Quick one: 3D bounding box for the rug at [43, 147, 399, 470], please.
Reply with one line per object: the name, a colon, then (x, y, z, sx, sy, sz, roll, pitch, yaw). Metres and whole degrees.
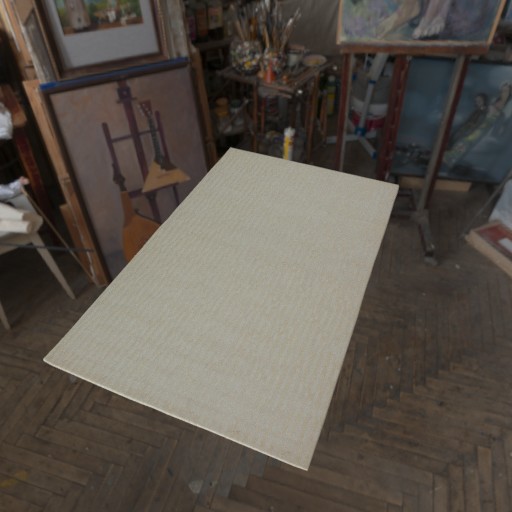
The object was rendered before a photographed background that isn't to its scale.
rug: (0.000, 0.000, 3.026, 1.531, 0.014, 2.441, 16, 46, 16)
